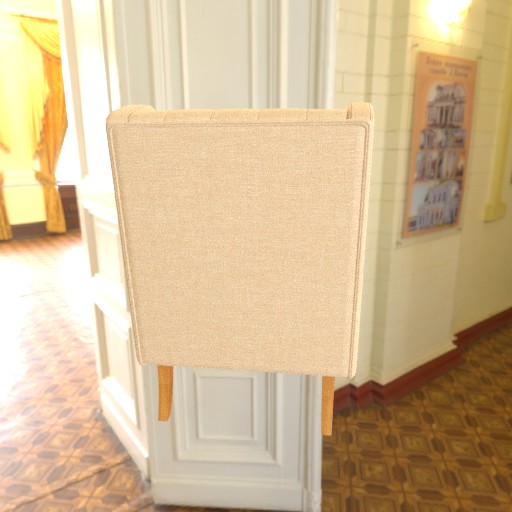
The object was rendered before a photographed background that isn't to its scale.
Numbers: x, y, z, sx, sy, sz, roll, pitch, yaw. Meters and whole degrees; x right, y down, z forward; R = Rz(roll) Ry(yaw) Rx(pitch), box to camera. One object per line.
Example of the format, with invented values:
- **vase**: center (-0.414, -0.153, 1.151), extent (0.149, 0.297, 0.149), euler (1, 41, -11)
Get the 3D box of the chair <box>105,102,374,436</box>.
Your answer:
- **chair**: center (0.000, 0.000, 1.469), extent (0.710, 0.930, 0.760), euler (2, 15, 8)
